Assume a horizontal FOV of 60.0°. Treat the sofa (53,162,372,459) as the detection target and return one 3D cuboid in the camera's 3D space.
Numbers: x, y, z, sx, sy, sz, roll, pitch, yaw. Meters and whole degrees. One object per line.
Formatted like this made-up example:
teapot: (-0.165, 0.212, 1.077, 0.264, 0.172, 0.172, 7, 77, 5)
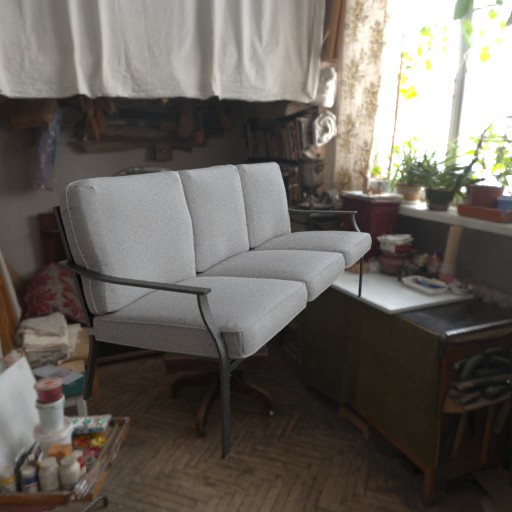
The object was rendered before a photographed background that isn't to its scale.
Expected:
sofa: (0.000, 0.000, 2.197, 0.787, 0.860, 1.740, 7, 16, 26)
